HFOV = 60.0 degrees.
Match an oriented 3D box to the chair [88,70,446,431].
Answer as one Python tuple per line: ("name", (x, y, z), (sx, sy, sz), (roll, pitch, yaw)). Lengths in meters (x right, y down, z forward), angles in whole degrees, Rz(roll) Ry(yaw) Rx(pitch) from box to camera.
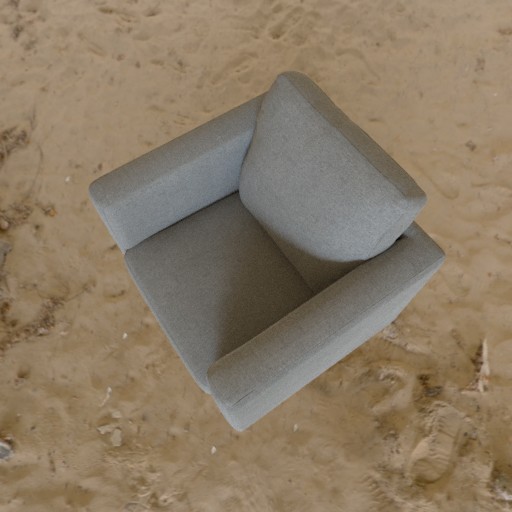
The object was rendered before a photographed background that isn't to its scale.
("chair", (0.000, 0.000, 1.555), (0.800, 0.927, 0.855), (-32, 68, -15))
